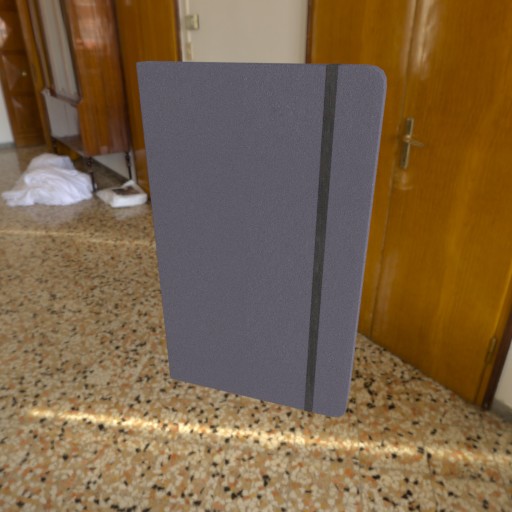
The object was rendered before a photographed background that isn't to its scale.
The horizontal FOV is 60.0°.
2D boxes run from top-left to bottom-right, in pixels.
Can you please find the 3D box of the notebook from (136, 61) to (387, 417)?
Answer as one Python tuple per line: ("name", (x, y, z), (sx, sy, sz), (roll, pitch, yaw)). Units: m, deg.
("notebook", (0.000, 0.000, 0.266), (0.127, 0.213, 0.016), (8, 27, 16))
